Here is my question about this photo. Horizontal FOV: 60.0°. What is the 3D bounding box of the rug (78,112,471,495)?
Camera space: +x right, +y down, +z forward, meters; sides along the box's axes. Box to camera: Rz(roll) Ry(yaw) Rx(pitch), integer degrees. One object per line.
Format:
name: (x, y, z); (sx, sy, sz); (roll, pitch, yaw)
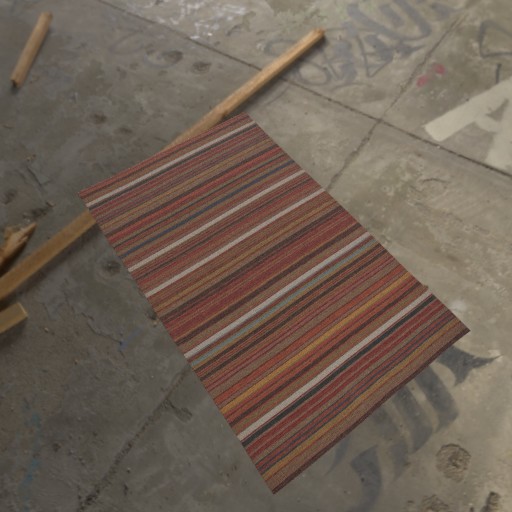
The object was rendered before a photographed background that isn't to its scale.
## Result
rug: (0.000, 0.000, 3.012); (1.523, 0.008, 2.438); (-32, 64, -18)
